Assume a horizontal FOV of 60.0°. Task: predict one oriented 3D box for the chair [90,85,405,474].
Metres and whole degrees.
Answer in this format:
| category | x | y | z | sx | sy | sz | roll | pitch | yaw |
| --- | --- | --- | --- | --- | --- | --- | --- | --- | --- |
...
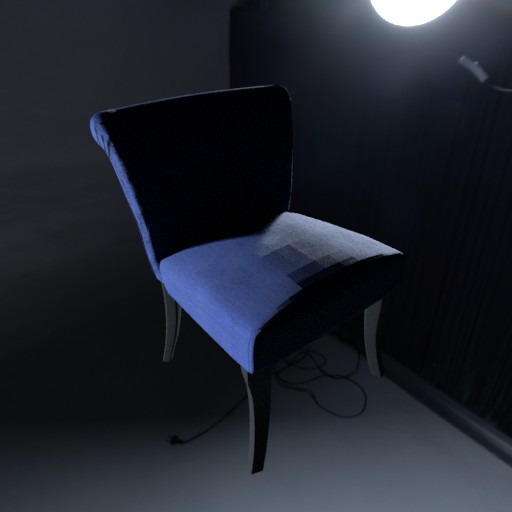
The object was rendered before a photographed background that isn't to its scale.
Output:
| category | x | y | z | sx | sy | sz | roll | pitch | yaw |
| --- | --- | --- | --- | --- | --- | --- | --- | --- | --- |
| chair | 0.000 | 0.000 | 1.186 | 0.585 | 0.753 | 0.606 | -23 | 38 | -33 |
